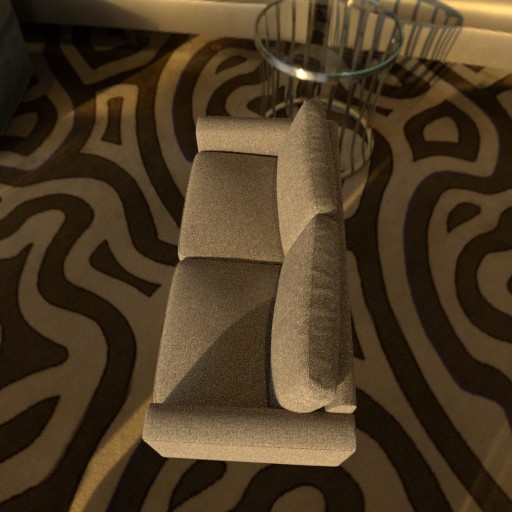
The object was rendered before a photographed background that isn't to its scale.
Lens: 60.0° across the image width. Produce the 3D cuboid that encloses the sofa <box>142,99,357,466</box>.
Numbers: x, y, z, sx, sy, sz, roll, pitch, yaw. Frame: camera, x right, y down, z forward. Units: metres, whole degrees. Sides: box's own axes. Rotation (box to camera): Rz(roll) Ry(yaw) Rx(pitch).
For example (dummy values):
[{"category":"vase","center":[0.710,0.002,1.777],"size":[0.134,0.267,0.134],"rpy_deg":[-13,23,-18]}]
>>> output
[{"category":"sofa","center":[0.000,0.000,2.676],"size":[1.016,0.873,2.179],"rpy_deg":[2,58,2]}]
